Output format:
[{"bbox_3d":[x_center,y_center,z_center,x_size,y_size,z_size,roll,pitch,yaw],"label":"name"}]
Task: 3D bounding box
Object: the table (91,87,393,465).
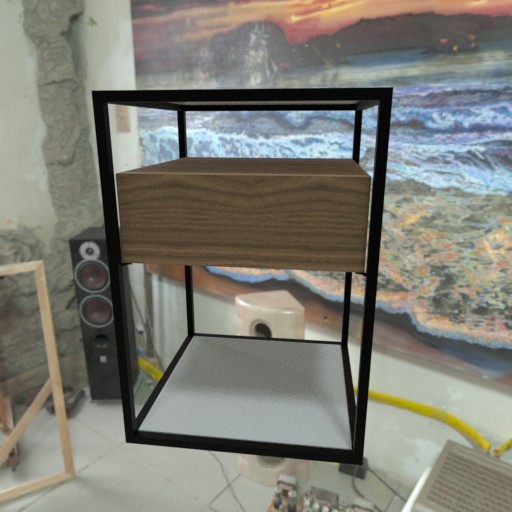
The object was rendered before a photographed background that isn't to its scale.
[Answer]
[{"bbox_3d":[0.000,0.000,0.803,0.378,0.540,0.378,2,16,7],"label":"table"}]
